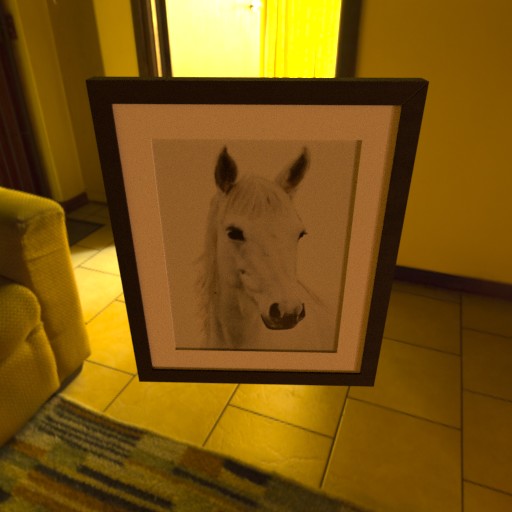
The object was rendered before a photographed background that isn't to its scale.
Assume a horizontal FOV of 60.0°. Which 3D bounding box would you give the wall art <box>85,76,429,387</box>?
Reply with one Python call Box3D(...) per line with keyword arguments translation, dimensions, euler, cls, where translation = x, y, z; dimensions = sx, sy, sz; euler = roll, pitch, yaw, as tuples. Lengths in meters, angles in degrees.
Box3D(translation=(0.000, 0.000, 0.737), dimensions=(0.455, 0.552, 0.034), euler=(1, 30, 1), cls="wall art")
